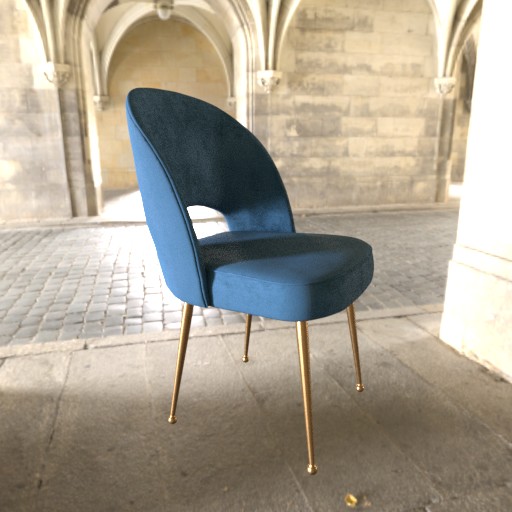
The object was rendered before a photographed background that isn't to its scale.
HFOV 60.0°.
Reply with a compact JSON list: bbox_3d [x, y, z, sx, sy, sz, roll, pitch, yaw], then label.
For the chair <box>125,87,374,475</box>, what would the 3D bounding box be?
[{"bbox_3d":[0.000,0.000,1.173,0.577,0.860,0.527,7,16,27],"label":"chair"}]
